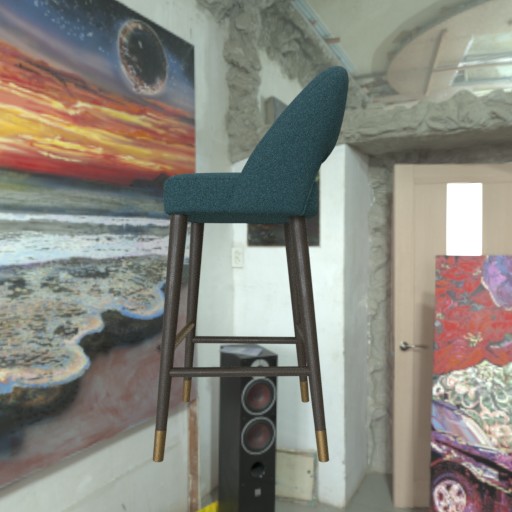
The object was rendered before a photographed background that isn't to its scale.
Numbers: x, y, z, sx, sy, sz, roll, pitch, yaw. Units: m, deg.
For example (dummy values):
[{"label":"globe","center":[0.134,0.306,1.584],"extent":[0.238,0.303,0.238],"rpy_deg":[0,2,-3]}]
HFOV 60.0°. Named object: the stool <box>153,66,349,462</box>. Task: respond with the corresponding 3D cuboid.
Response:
[{"label":"stool","center":[0.000,0.000,1.334],"extent":[0.522,1.032,0.536],"rpy_deg":[0,1,0]}]
